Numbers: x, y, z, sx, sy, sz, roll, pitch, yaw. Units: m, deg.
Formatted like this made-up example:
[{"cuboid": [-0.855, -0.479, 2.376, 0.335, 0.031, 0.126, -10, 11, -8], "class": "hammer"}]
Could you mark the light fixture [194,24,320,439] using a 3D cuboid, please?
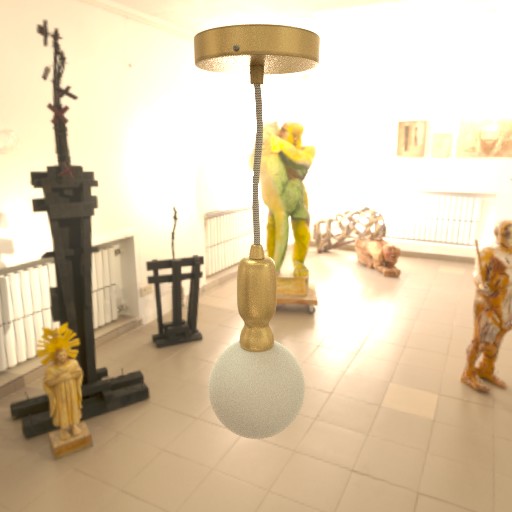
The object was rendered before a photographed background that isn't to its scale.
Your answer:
[{"cuboid": [0.000, 0.000, 0.570, 0.146, 0.510, 0.147, 7, 16, 26], "class": "light fixture"}]
